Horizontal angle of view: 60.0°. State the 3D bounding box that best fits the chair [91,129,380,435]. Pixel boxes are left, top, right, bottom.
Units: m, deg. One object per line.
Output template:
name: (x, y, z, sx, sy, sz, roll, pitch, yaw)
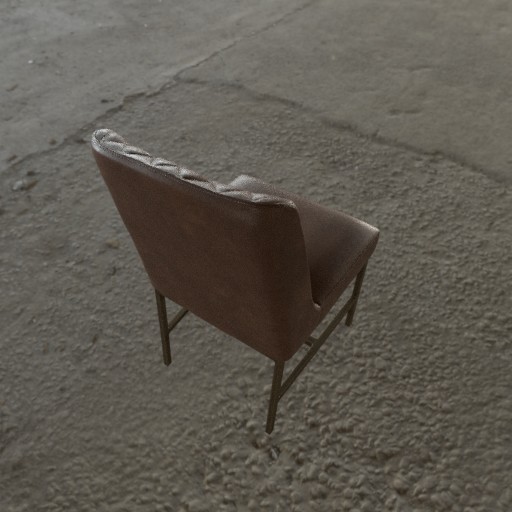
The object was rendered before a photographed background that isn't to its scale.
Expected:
chair: (0.000, 0.000, 1.238, 0.508, 0.889, 0.587, 26, 51, 23)
